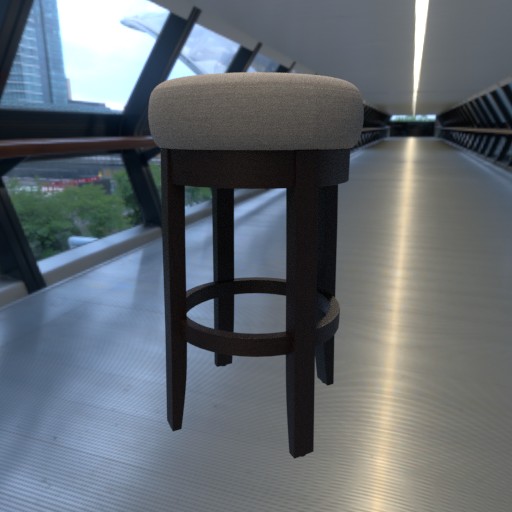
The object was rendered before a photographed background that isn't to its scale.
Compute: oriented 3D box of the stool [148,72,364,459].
[{"bbox_3d":[0.000,0.000,1.012,0.443,0.757,0.443,0,15,0],"label":"stool"}]
